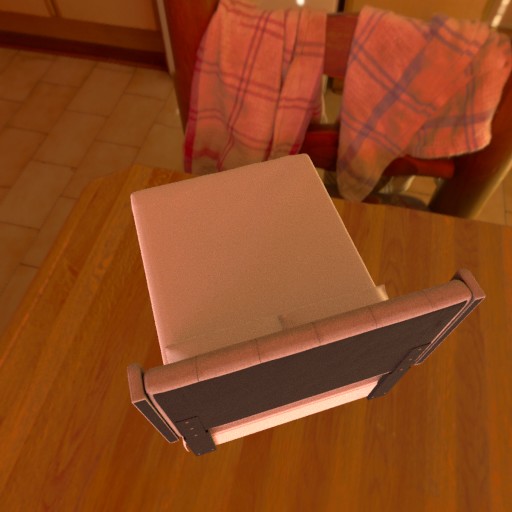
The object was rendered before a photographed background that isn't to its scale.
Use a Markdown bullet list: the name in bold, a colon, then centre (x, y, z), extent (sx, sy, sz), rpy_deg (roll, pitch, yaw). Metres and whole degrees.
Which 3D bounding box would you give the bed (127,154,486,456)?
- **bed**: centre (0.000, 0.000, 3.193), extent (1.719, 1.665, 2.066), rpy_deg (-15, 59, -9)
